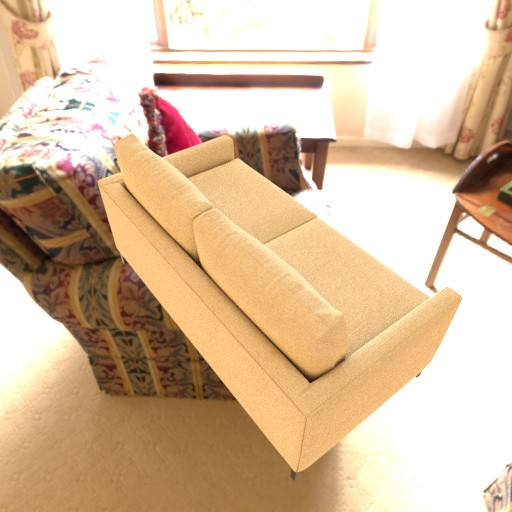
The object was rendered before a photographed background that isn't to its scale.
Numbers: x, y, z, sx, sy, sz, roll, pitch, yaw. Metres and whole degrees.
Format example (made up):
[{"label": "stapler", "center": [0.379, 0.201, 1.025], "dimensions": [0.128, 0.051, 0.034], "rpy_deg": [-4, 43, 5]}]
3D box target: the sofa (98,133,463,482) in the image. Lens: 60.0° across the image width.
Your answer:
[{"label": "sofa", "center": [0.000, 0.000, 2.111], "dimensions": [0.839, 0.812, 1.651], "rpy_deg": [-28, 50, -26]}]
